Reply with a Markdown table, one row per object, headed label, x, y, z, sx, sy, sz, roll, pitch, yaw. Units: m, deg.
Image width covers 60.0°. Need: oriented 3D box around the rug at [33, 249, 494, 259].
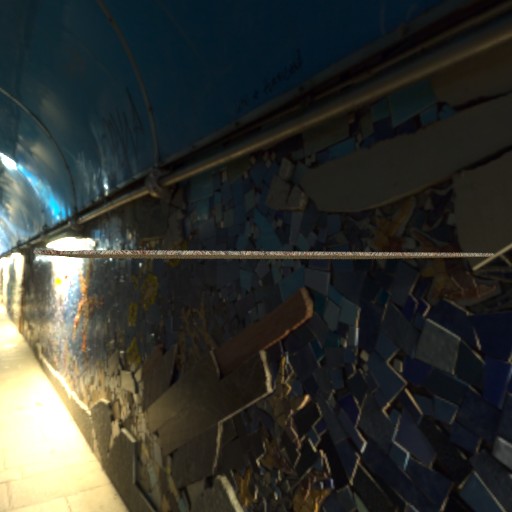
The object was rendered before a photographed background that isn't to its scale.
| label | x | y | z | sx | sy | sz | roll | pitch | yaw |
| --- | --- | --- | --- | --- | --- | --- | --- | --- | --- |
| rug | 0.000 | 0.000 | 2.144 | 1.761 | 0.014 | 1.143 | 0 | -1 | -16 |
